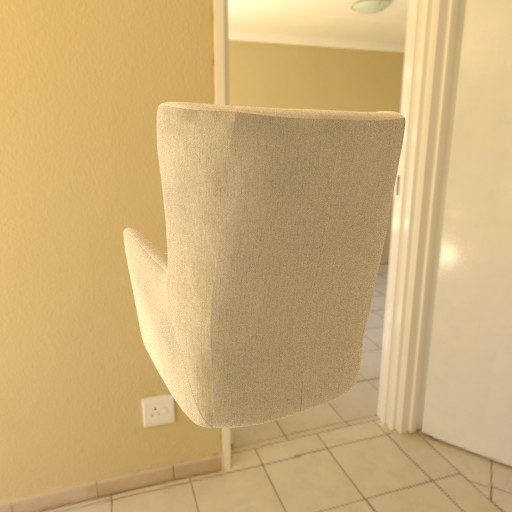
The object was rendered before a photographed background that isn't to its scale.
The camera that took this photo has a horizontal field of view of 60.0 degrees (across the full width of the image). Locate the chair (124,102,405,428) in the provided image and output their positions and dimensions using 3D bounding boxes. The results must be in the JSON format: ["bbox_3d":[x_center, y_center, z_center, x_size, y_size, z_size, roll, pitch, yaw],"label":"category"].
[{"bbox_3d":[0.000,0.000,1.610,0.779,1.000,0.904,-7,16,-27],"label":"chair"}]
